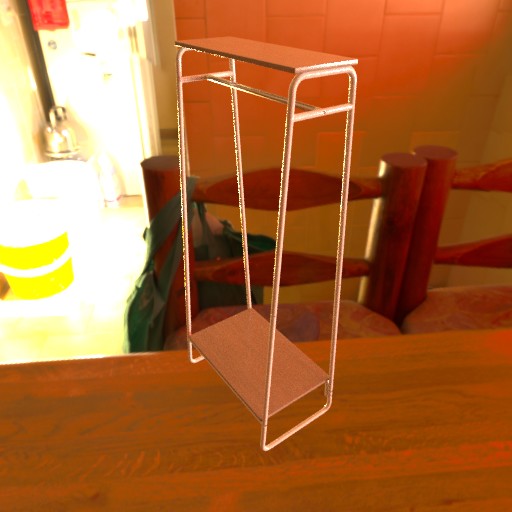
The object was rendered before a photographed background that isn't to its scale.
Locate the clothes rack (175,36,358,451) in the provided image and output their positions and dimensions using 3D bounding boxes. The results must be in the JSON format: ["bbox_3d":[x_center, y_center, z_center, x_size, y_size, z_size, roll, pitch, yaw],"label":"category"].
[{"bbox_3d":[0.000,0.000,1.771,0.400,1.512,0.640,-21,38,-30],"label":"clothes rack"}]
